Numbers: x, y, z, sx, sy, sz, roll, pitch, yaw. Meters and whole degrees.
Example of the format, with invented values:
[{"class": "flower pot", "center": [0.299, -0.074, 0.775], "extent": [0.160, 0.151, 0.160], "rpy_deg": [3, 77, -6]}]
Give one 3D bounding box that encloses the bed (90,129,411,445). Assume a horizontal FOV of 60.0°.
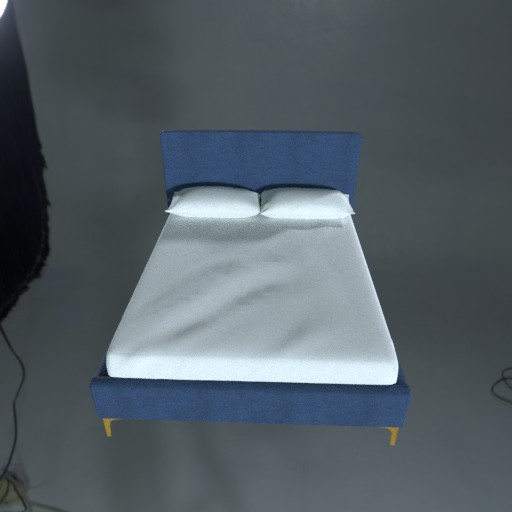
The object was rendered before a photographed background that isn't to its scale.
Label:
[{"class": "bed", "center": [0.000, 0.000, 3.177], "extent": [1.723, 1.231, 2.172], "rpy_deg": [1, 31, 2]}]
